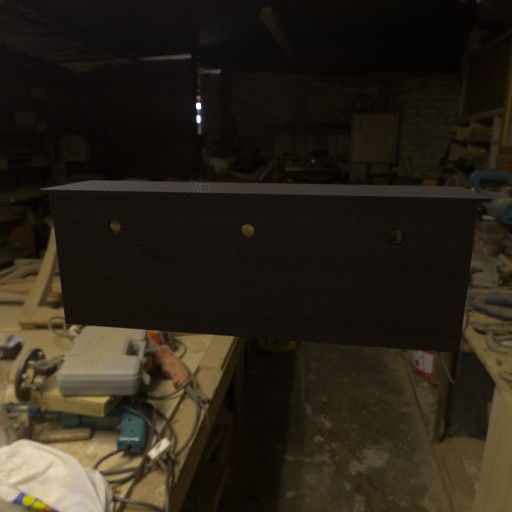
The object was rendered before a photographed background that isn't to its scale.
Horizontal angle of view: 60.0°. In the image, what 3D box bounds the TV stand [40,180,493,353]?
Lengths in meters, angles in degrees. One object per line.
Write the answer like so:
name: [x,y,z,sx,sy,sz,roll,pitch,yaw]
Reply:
TV stand: [0.000,0.000,1.994,1.778,0.610,0.406,3,15,9]
